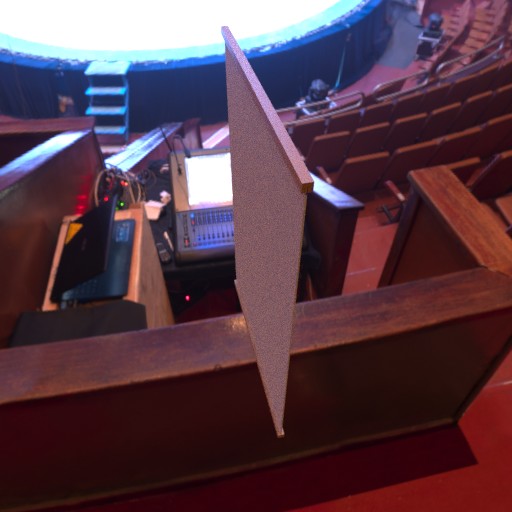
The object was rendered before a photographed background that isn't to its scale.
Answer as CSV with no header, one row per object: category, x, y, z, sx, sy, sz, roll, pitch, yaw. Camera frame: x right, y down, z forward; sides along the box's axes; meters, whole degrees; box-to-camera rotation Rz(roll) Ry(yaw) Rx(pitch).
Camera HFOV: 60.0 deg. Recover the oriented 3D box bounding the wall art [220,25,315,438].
wall art,0.000,0.000,1.900,0.030,1.519,0.990,-10,48,-10
